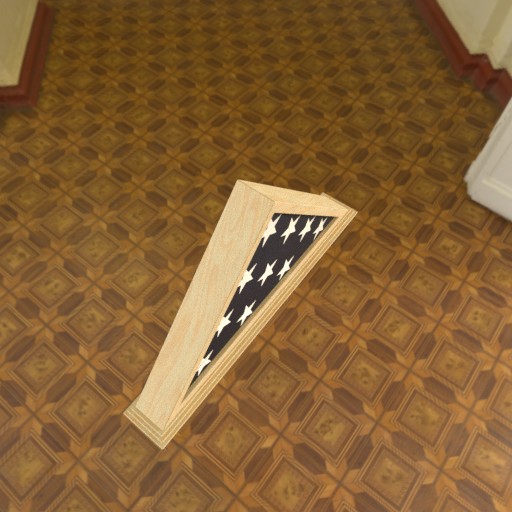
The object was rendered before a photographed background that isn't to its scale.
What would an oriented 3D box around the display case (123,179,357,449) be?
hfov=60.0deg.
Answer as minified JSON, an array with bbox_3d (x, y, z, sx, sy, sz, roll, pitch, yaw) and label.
[{"bbox_3d":[0.000,0.000,0.760,0.095,0.340,0.640,33,63,19],"label":"display case"}]
